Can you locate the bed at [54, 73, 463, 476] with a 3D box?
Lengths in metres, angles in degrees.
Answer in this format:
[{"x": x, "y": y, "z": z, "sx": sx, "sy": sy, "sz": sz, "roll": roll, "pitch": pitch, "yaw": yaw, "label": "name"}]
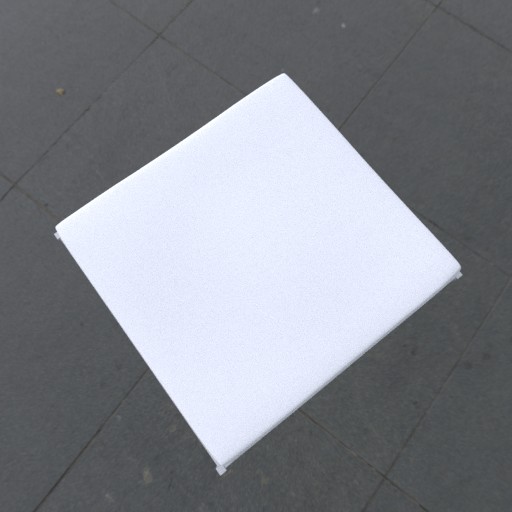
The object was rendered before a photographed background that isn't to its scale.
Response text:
[{"x": 0.000, "y": 0.000, "z": 3.138, "sx": 2.108, "sy": 0.510, "sz": 2.007, "roll": -37, "pitch": 79, "yaw": -9, "label": "bed"}]
